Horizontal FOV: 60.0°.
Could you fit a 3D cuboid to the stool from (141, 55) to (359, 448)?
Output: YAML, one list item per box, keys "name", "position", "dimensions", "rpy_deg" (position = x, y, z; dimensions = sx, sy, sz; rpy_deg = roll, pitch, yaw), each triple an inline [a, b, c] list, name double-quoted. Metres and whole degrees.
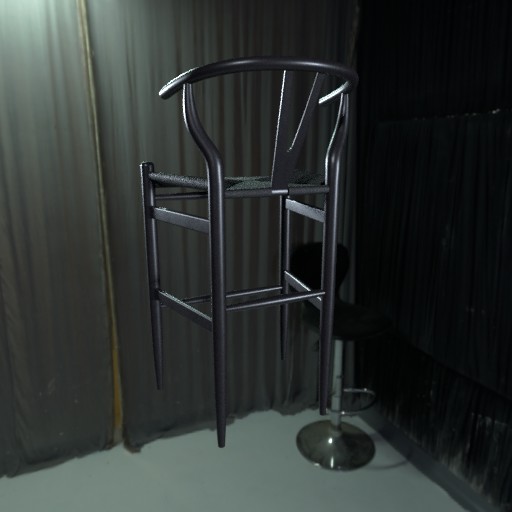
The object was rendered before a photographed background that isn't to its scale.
- name: "stool"
  position: [0.000, 0.000, 1.397]
  dimensions: [0.569, 1.072, 0.579]
  rpy_deg: [-7, 15, -26]
